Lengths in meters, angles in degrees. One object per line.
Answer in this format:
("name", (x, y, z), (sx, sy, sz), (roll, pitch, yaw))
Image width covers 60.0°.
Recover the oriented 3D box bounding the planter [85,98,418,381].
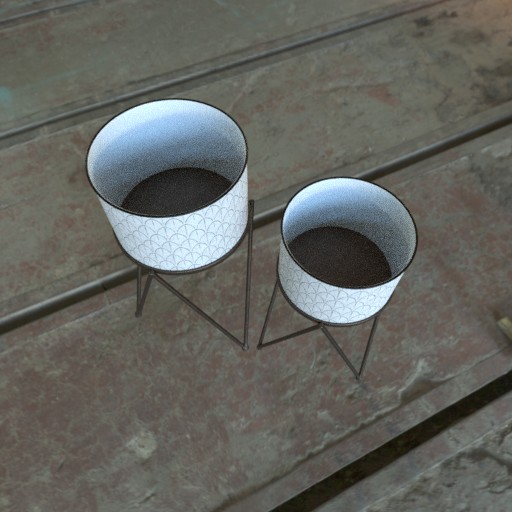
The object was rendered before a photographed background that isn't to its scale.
("planter", (0.000, 0.000, 1.194), (0.769, 0.712, 0.413), (15, 60, 9))
